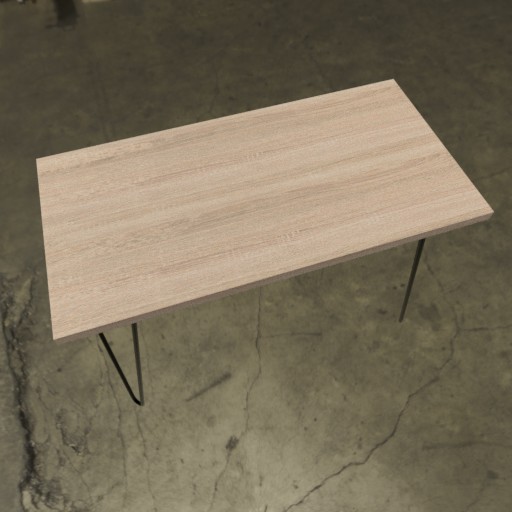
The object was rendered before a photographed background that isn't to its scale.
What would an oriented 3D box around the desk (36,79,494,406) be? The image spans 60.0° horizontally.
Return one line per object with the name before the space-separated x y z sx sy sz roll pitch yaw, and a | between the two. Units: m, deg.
desk | 0.000 0.000 1.345 0.991 0.660 0.499 -16 60 -9
